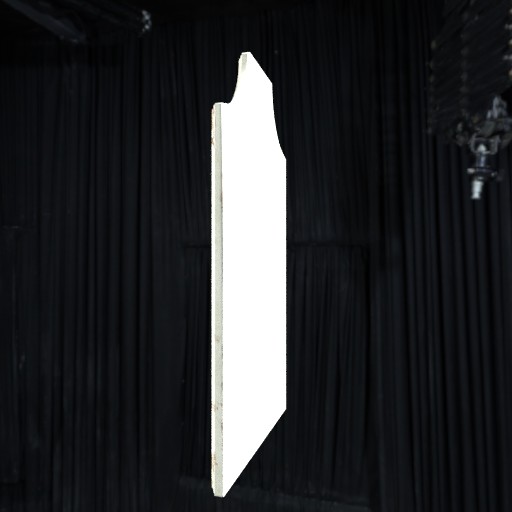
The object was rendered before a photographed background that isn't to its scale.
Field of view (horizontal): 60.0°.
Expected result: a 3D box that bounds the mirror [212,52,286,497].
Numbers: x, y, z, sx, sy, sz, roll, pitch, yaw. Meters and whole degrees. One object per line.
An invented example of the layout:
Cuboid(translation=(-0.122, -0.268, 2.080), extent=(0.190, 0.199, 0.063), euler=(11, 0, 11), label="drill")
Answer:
Cuboid(translation=(0.000, 0.000, 0.853), extent=(0.022, 0.717, 0.403), euler=(0, 0, 17), label="mirror")
